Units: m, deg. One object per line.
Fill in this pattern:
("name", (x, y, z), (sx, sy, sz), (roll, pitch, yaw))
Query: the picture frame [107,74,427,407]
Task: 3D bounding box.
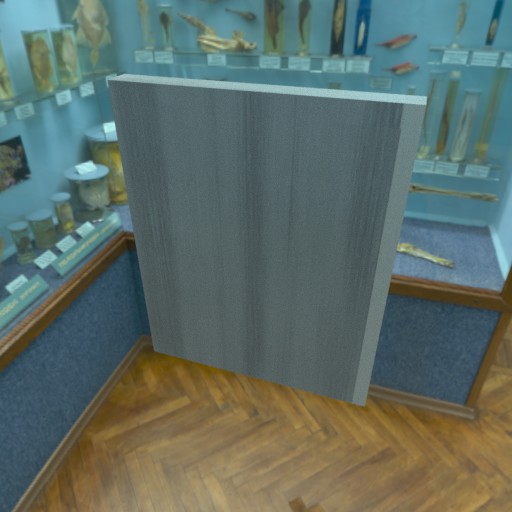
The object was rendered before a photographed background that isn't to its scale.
("picture frame", (0.000, 0.000, 0.764), (0.449, 0.555, 0.046), (11, 34, 16))
